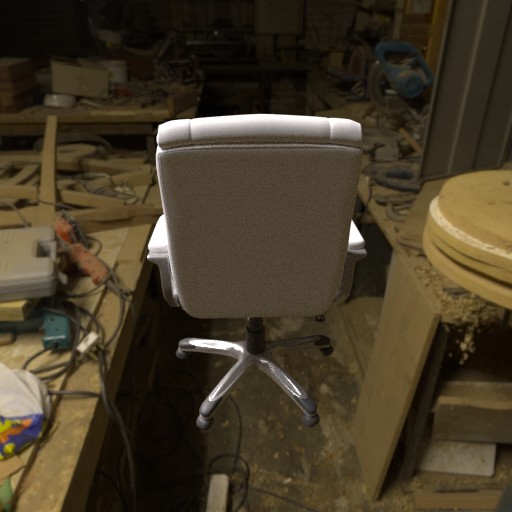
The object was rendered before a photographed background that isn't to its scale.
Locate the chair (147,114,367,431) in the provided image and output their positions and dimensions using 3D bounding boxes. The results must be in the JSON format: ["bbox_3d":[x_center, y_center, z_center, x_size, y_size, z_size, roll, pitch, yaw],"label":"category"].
[{"bbox_3d":[0.000,0.000,1.575,0.687,1.120,0.738,-1,29,-2],"label":"chair"}]
